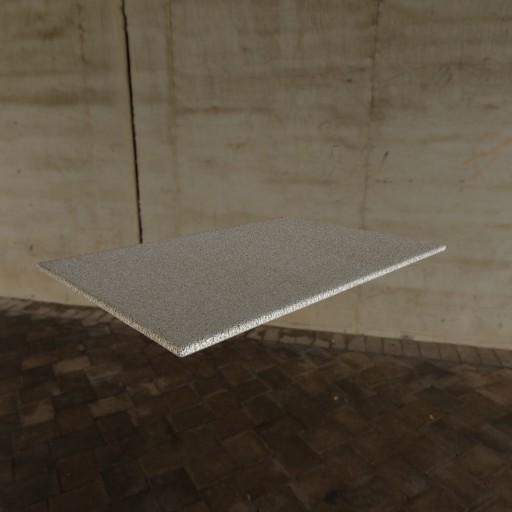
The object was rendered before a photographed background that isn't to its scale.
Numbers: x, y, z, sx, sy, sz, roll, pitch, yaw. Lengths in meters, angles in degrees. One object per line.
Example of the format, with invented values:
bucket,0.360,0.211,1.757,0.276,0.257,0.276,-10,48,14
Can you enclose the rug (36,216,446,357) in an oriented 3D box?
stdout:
rug,0.000,0.000,2.304,1.778,0.030,1.219,-15,21,-42
